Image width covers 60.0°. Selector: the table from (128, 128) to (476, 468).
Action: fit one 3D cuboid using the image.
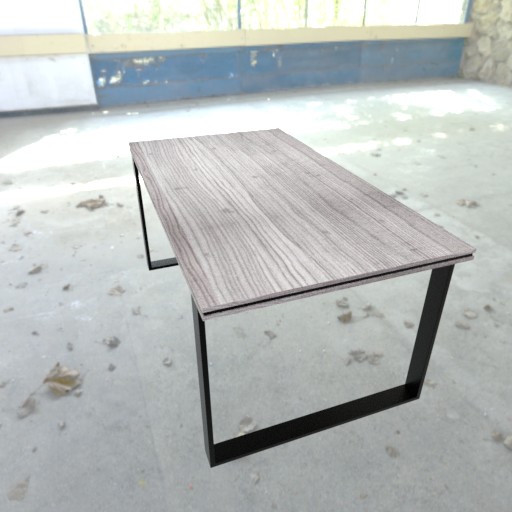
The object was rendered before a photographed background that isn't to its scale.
[{"bbox_3d":[0.000,0.000,2.075,0.881,0.736,1.579,-11,32,-18],"label":"table"}]
